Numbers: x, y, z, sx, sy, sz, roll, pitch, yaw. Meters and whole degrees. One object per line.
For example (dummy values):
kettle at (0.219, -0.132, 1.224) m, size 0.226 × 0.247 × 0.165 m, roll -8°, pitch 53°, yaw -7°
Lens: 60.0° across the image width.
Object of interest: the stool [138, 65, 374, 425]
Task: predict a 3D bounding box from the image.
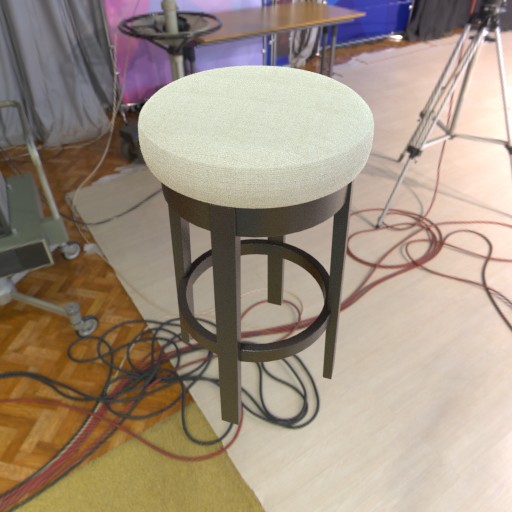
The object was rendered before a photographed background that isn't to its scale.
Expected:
stool at (0.000, 0.000, 1.035) m, size 0.446 × 0.758 × 0.446 m, roll 0°, pitch 41°, yaw 0°
